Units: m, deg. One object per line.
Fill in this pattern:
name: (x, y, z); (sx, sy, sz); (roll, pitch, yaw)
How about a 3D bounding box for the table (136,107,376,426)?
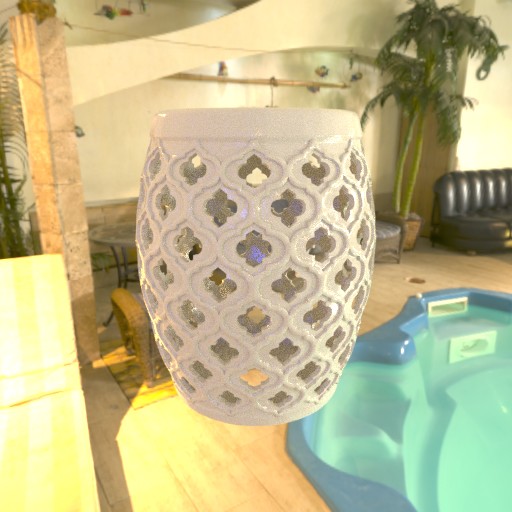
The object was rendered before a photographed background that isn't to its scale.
table: (0.000, 0.000, 0.627); (0.325, 0.388, 0.325); (0, 16, 0)
